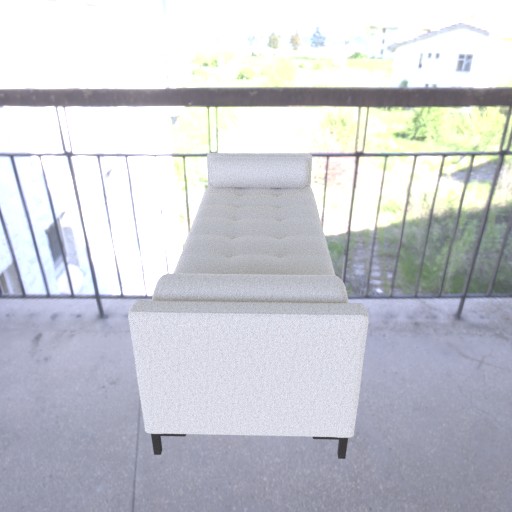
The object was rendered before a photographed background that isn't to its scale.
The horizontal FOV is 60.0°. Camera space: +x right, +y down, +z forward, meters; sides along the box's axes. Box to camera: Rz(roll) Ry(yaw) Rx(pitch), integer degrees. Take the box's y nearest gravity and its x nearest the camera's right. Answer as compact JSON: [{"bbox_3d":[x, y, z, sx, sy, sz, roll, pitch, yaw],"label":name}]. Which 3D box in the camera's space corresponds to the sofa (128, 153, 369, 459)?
[{"bbox_3d":[0.000,0.000,2.320,0.746,0.641,1.985,1,27,1],"label":"sofa"}]
